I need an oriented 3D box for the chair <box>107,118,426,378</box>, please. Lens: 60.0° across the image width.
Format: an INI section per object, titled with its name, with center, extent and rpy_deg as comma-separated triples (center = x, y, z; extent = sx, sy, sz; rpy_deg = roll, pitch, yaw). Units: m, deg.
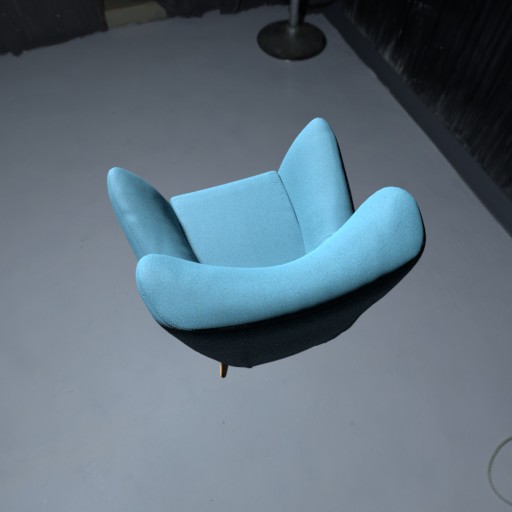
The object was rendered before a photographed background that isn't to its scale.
[chair]
center = 0.000, 0.000, 1.631
extent = 0.890, 0.889, 0.889
rpy_deg = -17, 59, -10
